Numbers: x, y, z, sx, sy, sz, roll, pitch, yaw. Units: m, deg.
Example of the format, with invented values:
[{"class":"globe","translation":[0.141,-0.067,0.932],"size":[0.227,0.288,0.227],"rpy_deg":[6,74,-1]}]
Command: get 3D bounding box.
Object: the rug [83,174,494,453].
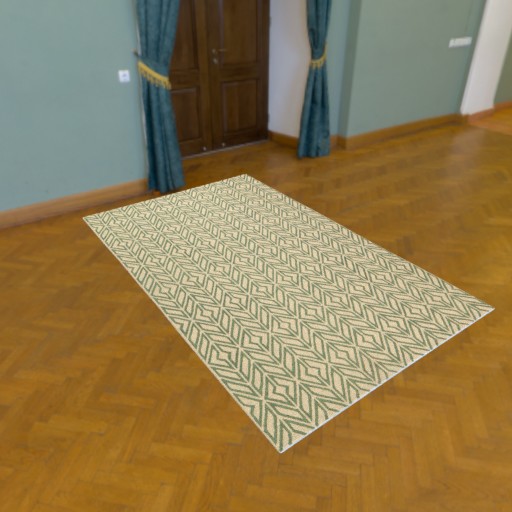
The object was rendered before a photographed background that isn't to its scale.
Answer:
[{"class":"rug","translation":[0.000,0.000,2.922],"size":[1.517,0.011,2.435],"rpy_deg":[-21,38,-30]}]
